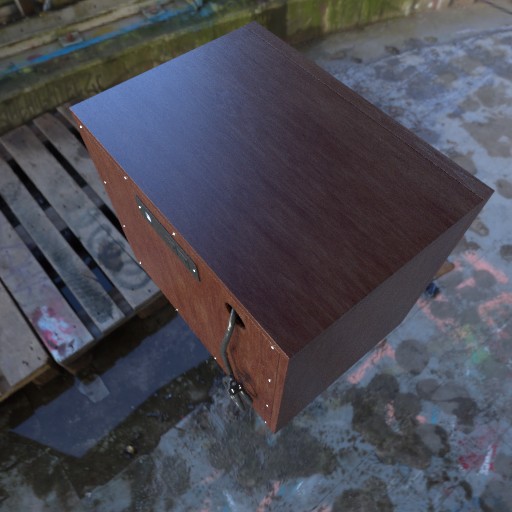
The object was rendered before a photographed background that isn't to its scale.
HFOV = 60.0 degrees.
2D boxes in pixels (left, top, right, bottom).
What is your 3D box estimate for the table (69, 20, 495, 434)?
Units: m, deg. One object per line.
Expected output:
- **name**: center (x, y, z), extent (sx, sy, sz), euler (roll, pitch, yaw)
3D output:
- **table**: center (0.000, 0.000, 0.946), extent (0.449, 0.609, 0.557), euler (-35, 65, -19)
